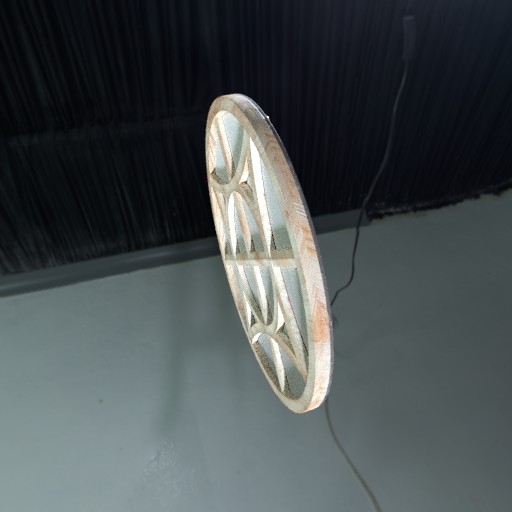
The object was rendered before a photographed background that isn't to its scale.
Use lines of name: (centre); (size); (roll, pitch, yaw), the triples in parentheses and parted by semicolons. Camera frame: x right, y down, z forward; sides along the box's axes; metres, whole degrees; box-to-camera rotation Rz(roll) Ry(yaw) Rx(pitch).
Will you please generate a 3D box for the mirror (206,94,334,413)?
mirror: (0.000, 0.000, 1.029); (0.038, 0.710, 0.710); (-15, 48, -14)
